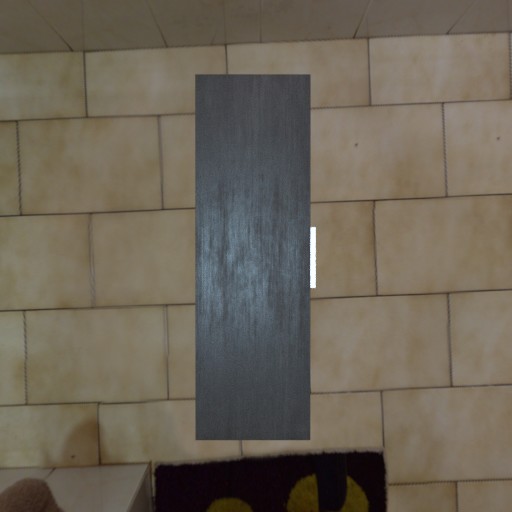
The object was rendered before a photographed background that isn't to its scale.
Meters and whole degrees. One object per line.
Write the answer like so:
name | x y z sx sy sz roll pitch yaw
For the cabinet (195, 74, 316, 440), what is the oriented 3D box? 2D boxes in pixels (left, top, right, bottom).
cabinet | 0.000 0.000 1.548 0.250 1.280 0.750 0 90 0
